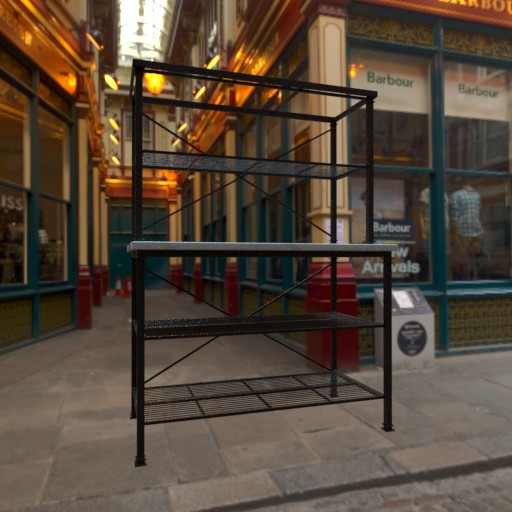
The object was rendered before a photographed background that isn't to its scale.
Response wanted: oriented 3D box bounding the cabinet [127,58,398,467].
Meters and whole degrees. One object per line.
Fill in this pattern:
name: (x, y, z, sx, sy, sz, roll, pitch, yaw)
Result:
cabinet: (0.000, 0.000, 2.187, 1.210, 1.659, 0.610, 0, 0, -18)
